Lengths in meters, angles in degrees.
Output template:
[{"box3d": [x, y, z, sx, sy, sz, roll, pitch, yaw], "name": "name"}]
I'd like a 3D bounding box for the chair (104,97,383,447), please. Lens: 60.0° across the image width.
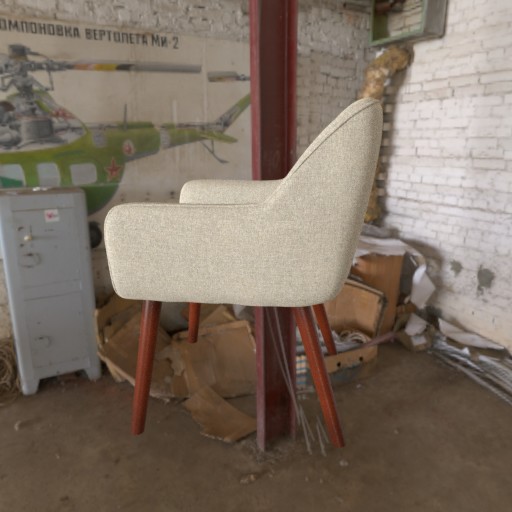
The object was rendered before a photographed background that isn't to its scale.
[{"box3d": [0.000, 0.000, 1.252, 0.610, 0.813, 0.610, 2, 15, 7], "name": "chair"}]
